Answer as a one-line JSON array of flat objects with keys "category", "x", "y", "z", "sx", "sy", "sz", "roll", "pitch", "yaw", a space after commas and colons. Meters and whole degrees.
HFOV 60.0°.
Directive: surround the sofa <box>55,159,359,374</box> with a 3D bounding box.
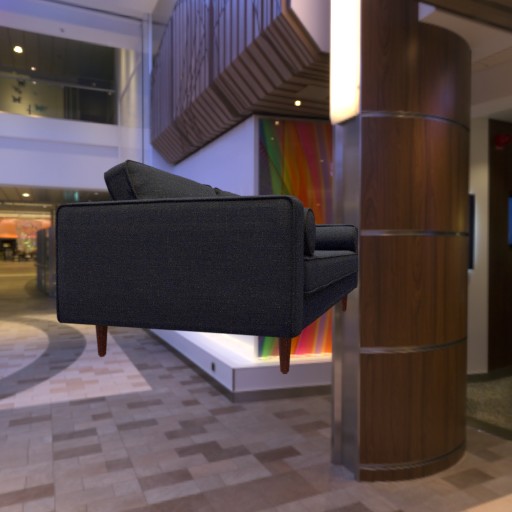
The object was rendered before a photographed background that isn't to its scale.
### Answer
[{"category": "sofa", "x": 0.000, "y": 0.000, "z": 2.335, "sx": 0.914, "sy": 0.762, "sz": 1.880, "roll": 0, "pitch": 1, "yaw": 19}]
